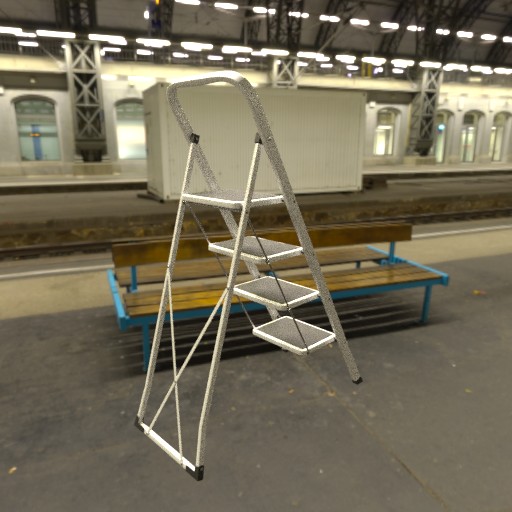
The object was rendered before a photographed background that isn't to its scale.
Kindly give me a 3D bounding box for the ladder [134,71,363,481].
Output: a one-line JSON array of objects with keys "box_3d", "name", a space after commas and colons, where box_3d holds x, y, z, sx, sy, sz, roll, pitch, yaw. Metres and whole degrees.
[{"box_3d": [0.000, 0.000, 1.711, 0.914, 1.265, 0.460, -14, 20, -42], "name": "ladder"}]
